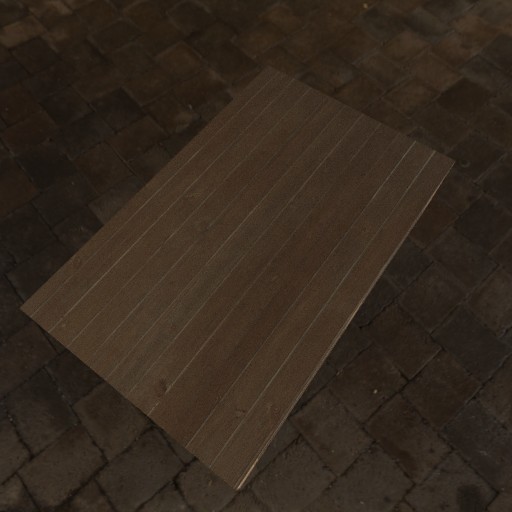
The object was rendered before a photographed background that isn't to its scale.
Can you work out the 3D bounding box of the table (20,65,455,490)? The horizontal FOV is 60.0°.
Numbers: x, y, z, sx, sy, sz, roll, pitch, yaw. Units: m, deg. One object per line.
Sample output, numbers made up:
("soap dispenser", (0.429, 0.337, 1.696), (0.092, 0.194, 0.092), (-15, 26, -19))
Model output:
("table", (0.000, 0.000, 1.654), (0.827, 0.413, 1.299), (33, 68, 15))
